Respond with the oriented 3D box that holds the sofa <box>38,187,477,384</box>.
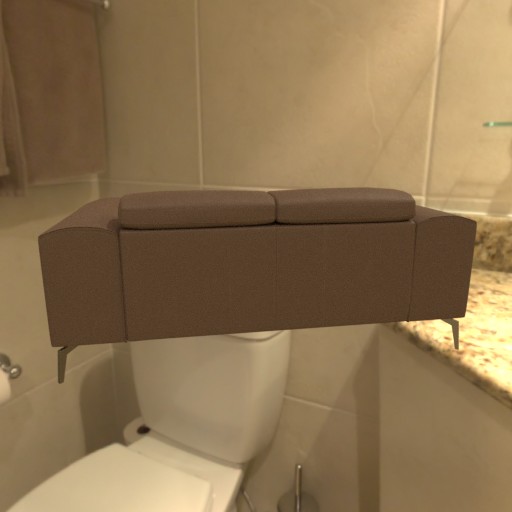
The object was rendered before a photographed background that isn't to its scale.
[{"bbox_3d":[0.000,0.000,2.366,1.895,0.779,1.003,-2,14,-10],"label":"sofa"}]
